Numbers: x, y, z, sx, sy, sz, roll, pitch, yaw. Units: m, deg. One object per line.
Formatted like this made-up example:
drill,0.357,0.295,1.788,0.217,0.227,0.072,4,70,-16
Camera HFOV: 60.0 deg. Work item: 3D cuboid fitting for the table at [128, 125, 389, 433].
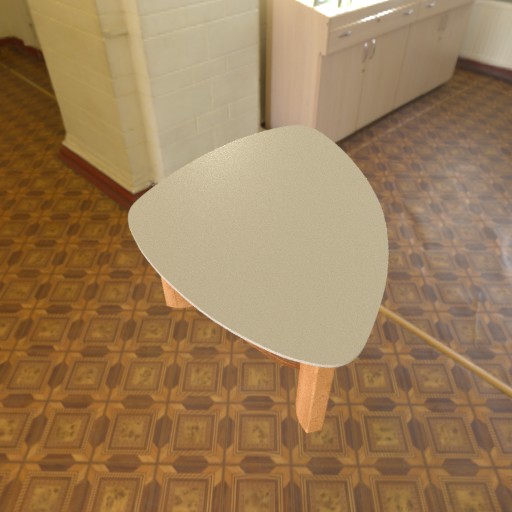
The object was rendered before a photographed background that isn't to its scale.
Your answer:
table,0.000,0.000,1.647,0.850,0.440,1.250,0,42,0
